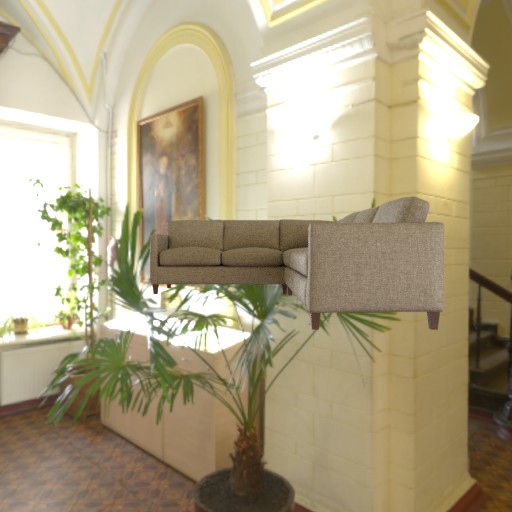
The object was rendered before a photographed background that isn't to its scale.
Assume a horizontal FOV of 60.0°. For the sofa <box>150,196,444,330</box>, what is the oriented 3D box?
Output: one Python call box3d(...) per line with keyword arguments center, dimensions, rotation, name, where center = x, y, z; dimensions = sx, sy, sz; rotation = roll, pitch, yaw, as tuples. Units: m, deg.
box3d(center=(0.000, 0.000, 4.573), dimensions=(2.593, 0.947, 3.302), rotation=(0, 1, 0), name="sofa")
